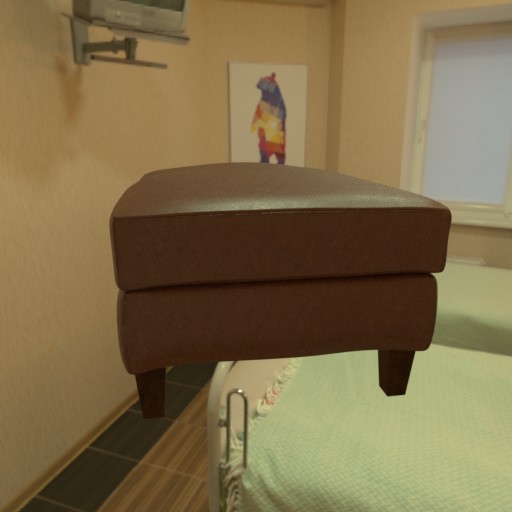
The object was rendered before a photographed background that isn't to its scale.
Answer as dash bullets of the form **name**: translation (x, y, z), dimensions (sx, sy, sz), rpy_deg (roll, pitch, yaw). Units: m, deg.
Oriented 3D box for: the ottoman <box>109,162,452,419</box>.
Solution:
- **ottoman**: translation (0.000, 0.000, 1.226), dimensions (0.650, 0.485, 0.851), rpy_deg (-2, 16, -9)
